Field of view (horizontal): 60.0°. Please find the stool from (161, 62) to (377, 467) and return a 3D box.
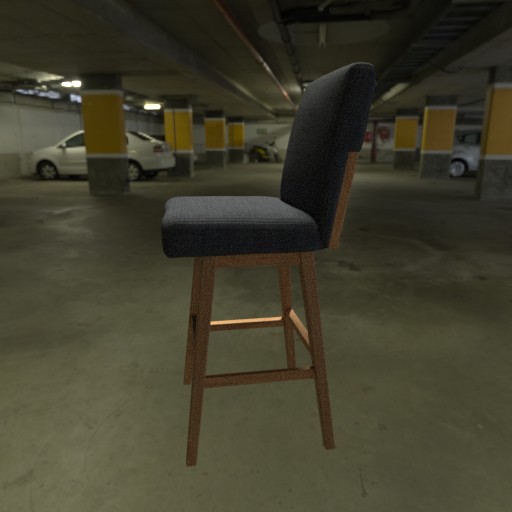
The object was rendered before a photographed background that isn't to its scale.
[{"bbox_3d":[0.000,0.000,1.409,0.570,1.112,0.483,-2,14,-10],"label":"stool"}]
